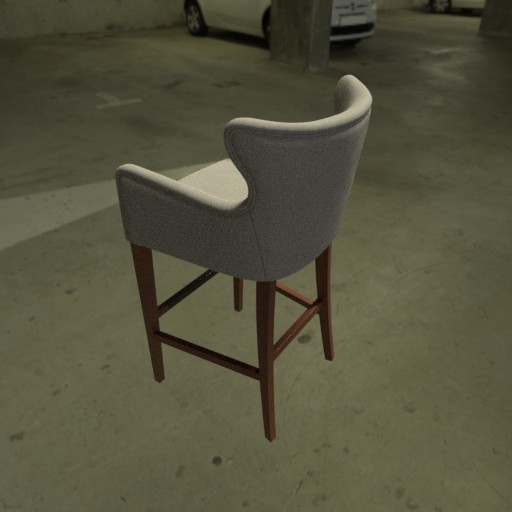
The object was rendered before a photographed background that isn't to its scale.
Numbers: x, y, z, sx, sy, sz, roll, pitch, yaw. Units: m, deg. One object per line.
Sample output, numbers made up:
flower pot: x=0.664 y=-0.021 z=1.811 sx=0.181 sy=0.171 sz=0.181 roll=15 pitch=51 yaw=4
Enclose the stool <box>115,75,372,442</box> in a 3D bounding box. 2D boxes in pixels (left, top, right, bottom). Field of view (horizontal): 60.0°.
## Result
stool: x=0.000 y=0.000 z=1.428 sx=0.575 sy=1.047 sz=0.575 roll=21 pitch=38 yaw=29
